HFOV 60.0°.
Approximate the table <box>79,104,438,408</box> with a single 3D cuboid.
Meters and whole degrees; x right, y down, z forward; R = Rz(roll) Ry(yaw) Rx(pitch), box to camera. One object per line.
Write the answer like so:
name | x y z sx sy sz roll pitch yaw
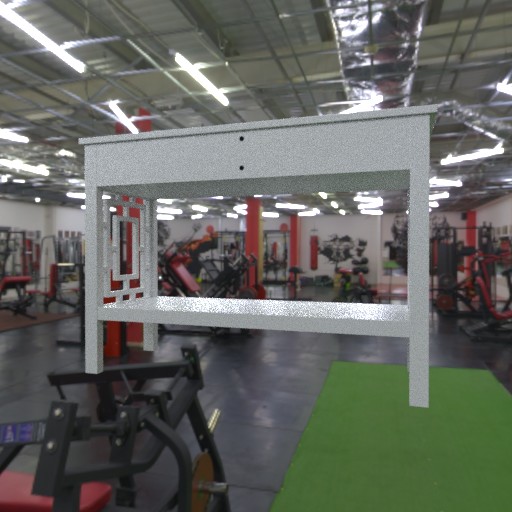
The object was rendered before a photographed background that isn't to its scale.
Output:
table | 0.000 0.000 1.446 1.068 0.753 0.397 0 1 18
